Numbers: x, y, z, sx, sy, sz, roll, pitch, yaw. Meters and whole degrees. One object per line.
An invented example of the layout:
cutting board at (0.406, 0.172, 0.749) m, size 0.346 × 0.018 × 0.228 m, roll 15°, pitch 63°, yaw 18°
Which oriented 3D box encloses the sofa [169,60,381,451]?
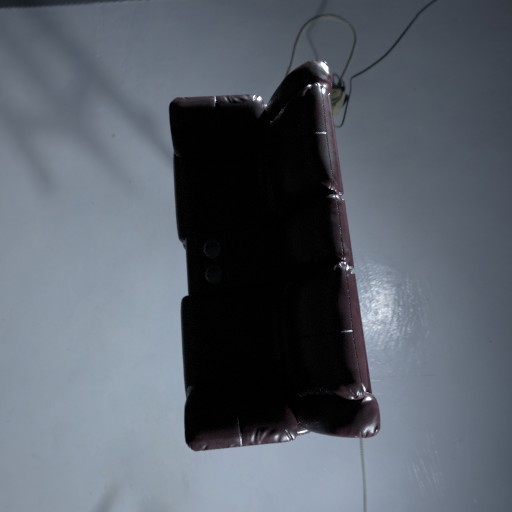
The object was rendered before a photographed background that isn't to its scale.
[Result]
sofa at (0.000, 0.000, 2.611) m, size 0.991 × 1.043 × 2.058 m, roll -5°, pitch 77°, yaw -1°
